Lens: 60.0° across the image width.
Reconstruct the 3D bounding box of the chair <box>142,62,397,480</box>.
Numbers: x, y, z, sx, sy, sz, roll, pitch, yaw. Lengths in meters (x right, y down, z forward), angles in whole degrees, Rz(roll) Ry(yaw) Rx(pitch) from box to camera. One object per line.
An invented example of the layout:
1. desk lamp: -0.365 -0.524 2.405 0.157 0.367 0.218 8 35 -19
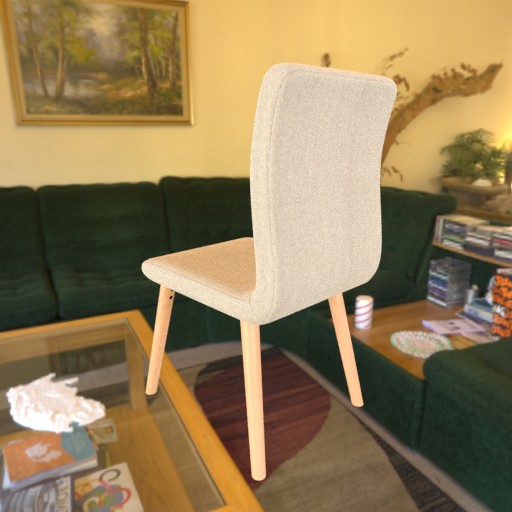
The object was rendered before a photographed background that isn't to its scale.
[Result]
1. chair: 0.000 0.000 1.189 0.435 0.885 0.550 -15 22 -42
